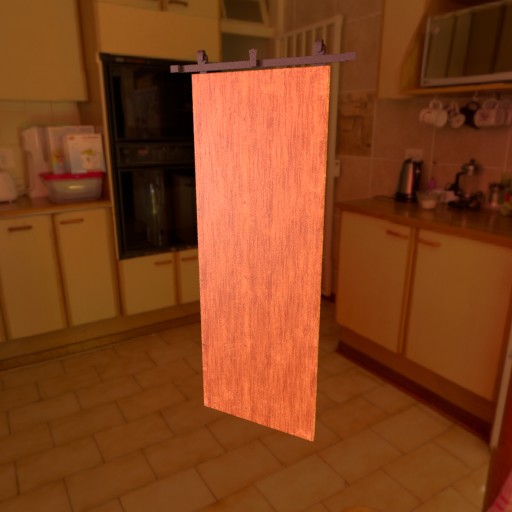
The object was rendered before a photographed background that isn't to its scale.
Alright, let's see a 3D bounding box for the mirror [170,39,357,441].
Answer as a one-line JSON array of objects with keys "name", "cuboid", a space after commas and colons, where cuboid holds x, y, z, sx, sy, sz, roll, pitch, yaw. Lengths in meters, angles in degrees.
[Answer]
[{"name": "mirror", "cuboid": [0.000, 0.000, 2.058, 0.847, 1.793, 0.042, 8, 18, 26]}]
